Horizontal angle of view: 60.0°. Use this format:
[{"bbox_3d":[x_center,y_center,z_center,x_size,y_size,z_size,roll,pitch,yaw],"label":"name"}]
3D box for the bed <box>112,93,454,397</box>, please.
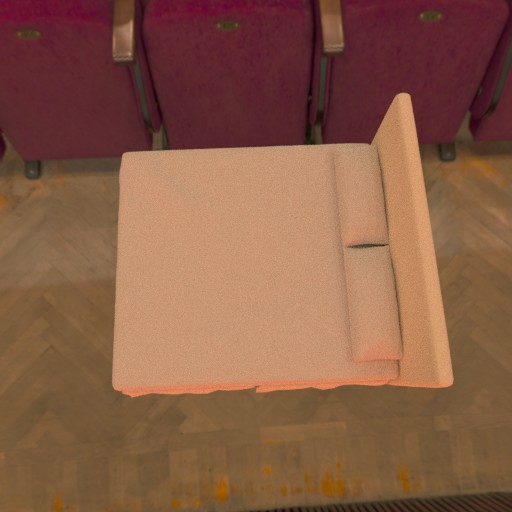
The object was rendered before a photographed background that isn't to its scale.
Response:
[{"bbox_3d":[0.000,0.000,3.528,2.341,1.317,2.119,-2,75,-1],"label":"bed"}]
